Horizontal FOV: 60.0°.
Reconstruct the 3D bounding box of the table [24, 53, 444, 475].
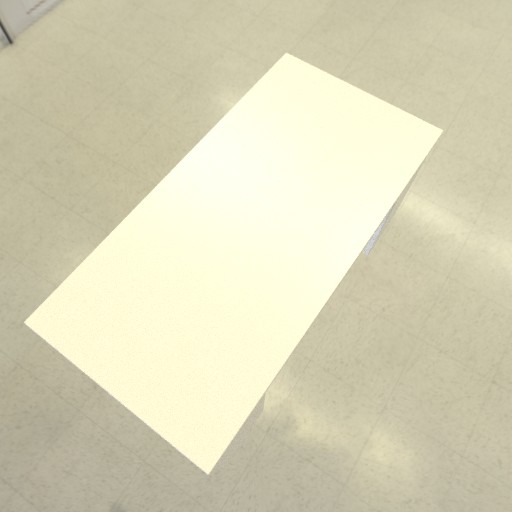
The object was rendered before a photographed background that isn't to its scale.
[{"bbox_3d":[0.000,0.000,1.252,0.500,0.440,1.000,33,69,14],"label":"table"}]
